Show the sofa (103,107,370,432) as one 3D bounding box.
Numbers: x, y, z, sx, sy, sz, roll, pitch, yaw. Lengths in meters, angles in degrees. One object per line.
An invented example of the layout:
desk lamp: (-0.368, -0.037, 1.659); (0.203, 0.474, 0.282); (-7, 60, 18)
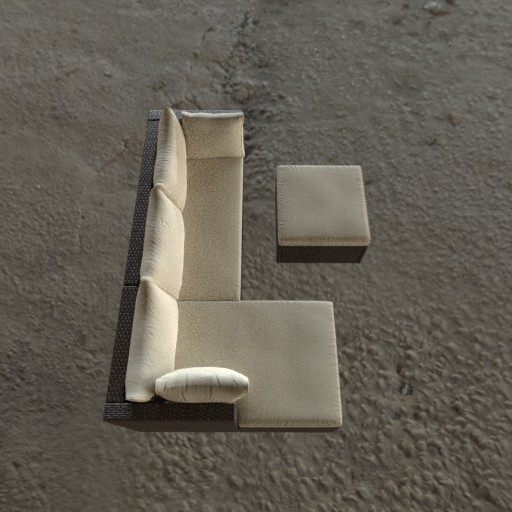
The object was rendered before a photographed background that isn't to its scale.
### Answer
sofa: (0.000, 0.000, 3.036); (1.612, 0.766, 2.192); (0, 63, 0)
